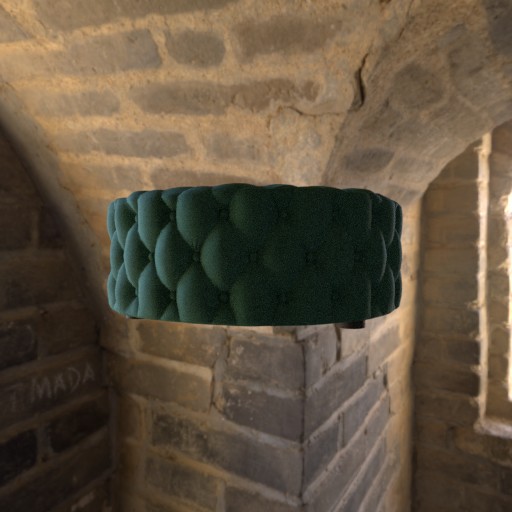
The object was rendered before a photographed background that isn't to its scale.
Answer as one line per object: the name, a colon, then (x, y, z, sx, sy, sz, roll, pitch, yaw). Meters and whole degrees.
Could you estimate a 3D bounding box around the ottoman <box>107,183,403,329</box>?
ottoman: (0.000, 0.000, 1.567, 0.998, 0.399, 0.998, 0, 1, 0)
